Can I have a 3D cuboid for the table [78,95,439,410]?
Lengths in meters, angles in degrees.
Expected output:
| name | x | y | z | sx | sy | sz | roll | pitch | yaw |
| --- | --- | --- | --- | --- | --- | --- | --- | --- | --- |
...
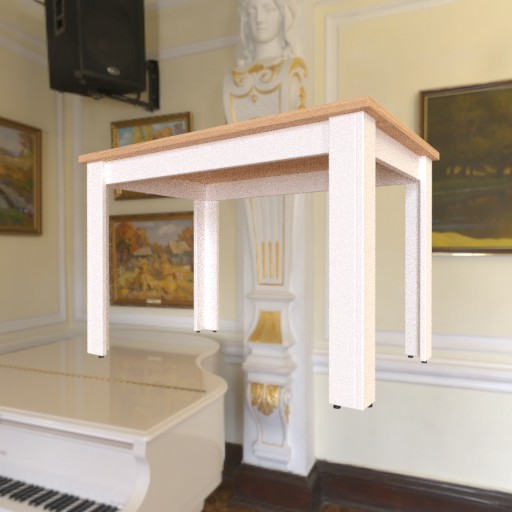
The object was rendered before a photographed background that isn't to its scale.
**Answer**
| name | x | y | z | sx | sy | sz | roll | pitch | yaw |
| --- | --- | --- | --- | --- | --- | --- | --- | --- | --- |
| table | 0.000 | 0.000 | 1.601 | 1.100 | 0.734 | 0.700 | 0 | 0 | 35 |
